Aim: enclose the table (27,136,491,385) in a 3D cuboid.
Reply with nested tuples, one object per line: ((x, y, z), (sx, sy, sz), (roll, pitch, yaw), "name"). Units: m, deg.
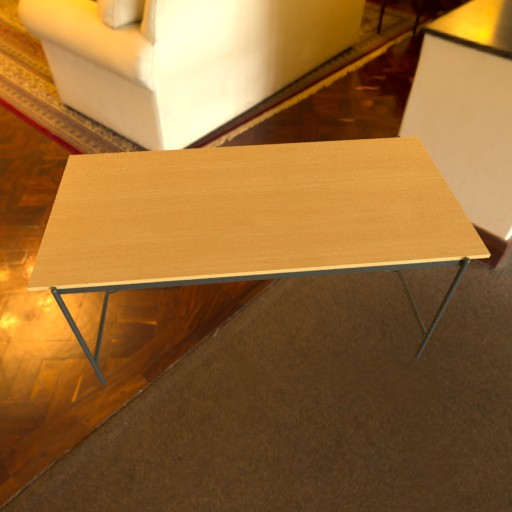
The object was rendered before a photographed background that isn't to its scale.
((0.000, 0.000, 2.276), (1.800, 0.758, 0.900), (-4, 48, -4), "table")
